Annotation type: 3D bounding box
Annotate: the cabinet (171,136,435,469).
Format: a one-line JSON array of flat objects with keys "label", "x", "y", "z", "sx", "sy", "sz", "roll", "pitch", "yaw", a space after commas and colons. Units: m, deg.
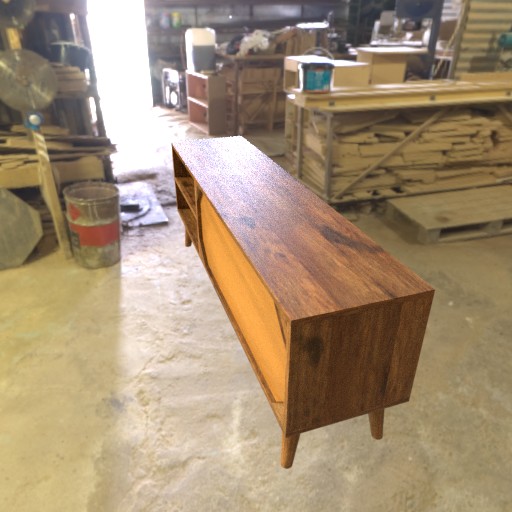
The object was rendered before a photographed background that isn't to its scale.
[{"label": "cabinet", "x": 0.000, "y": 0.000, "z": 1.666, "sx": 0.349, "sy": 0.528, "sz": 1.448, "roll": -9, "pitch": 30, "yaw": -17}]
